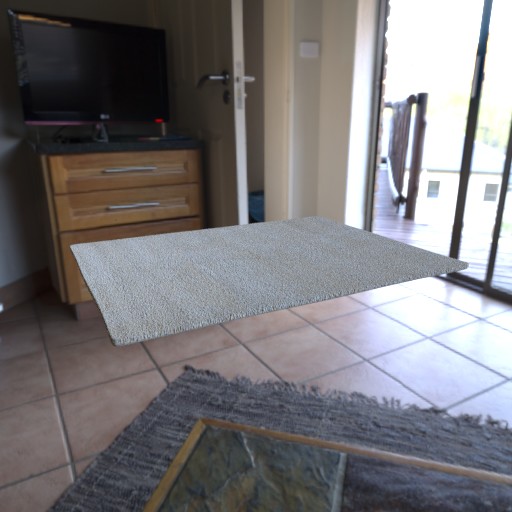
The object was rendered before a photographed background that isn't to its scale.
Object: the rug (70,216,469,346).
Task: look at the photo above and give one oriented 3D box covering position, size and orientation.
[{"bbox_3d":[0.000,0.000,2.188,1.600,0.025,1.199,-9,19,-26],"label":"rug"}]
